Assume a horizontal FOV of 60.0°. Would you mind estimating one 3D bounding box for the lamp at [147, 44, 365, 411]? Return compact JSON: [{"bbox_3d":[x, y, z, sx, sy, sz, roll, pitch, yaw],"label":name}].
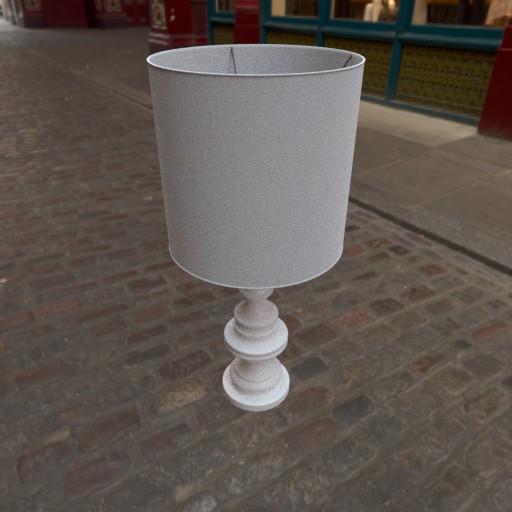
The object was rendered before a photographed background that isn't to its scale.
[{"bbox_3d":[0.000,0.000,0.550,0.208,0.455,0.208,-20,37,-30],"label":"lamp"}]
